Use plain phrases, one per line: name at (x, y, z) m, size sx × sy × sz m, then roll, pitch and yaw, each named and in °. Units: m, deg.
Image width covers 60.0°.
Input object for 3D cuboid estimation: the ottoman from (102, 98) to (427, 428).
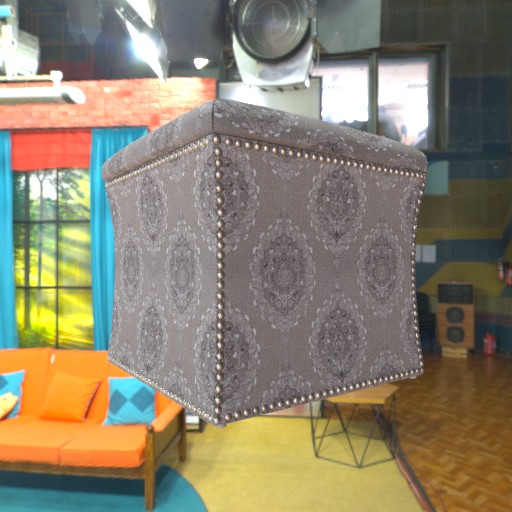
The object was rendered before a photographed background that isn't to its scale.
ottoman at (0.000, 0.000, 0.913) m, size 0.507 × 0.473 × 0.497 m, roll 0°, pitch 0°, yaw -35°
